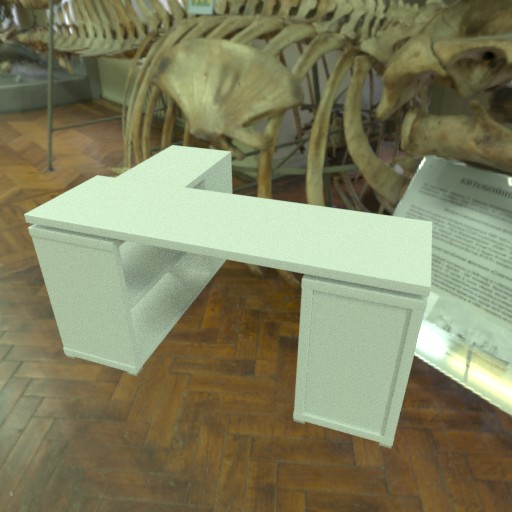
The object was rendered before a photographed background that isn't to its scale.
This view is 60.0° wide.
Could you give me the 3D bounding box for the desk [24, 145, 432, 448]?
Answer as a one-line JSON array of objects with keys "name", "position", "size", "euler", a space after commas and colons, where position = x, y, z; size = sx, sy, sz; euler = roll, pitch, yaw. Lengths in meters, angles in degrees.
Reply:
[{"name": "desk", "position": [0.000, 0.000, 2.212], "size": [1.524, 0.753, 1.200], "euler": [10, 32, 17]}]
